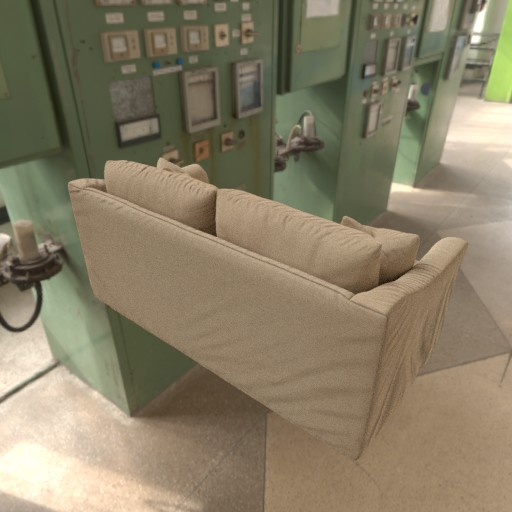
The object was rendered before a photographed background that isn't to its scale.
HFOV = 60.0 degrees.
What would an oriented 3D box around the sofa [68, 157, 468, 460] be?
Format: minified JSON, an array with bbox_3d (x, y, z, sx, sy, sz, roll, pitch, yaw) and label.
[{"bbox_3d":[0.000,0.000,2.569,2.010,1.018,1.072,22,37,32],"label":"sofa"}]
